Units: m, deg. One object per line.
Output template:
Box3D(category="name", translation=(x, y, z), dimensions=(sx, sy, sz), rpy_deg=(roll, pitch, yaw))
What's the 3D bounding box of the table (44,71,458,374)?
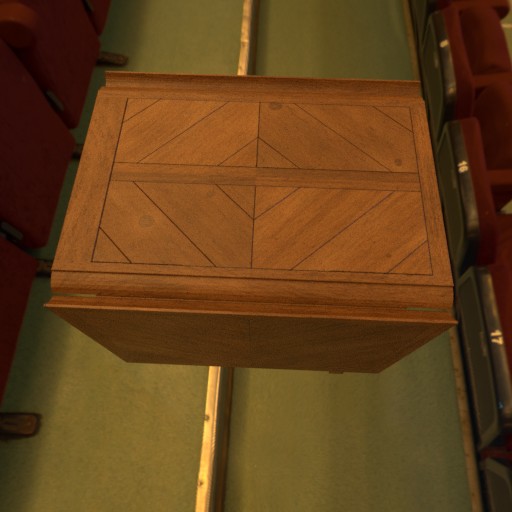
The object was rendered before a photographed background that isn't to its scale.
Box3D(category="table", translation=(0.000, 0.000, 1.261), dimensions=(0.746, 0.763, 0.591), rpy_deg=(2, 65, 1))
